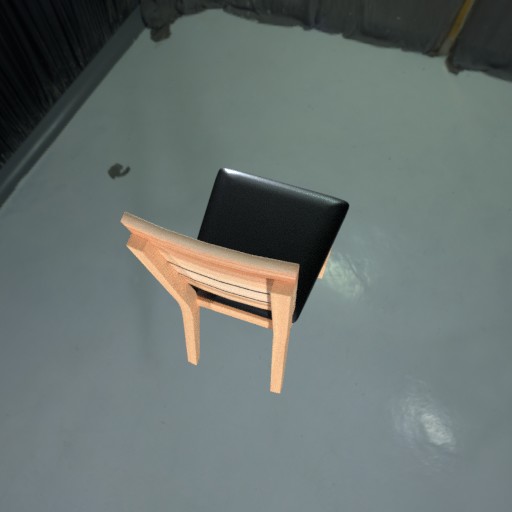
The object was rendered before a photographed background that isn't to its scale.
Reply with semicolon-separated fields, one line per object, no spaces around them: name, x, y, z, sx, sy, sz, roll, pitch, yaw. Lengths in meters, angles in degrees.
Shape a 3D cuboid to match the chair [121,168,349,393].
chair;0.000;0.000;1.216;0.410;0.940;0.520;17;64;9
